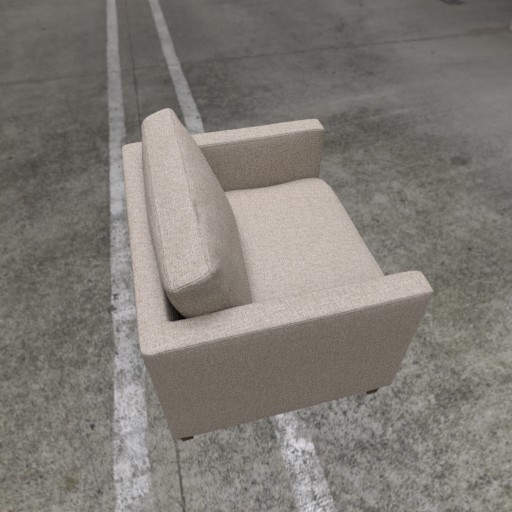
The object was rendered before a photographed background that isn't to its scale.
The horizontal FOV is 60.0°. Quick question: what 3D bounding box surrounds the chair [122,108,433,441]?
[{"bbox_3d":[0.000,0.000,1.860,0.959,0.961,1.107,-11,48,-10],"label":"chair"}]
